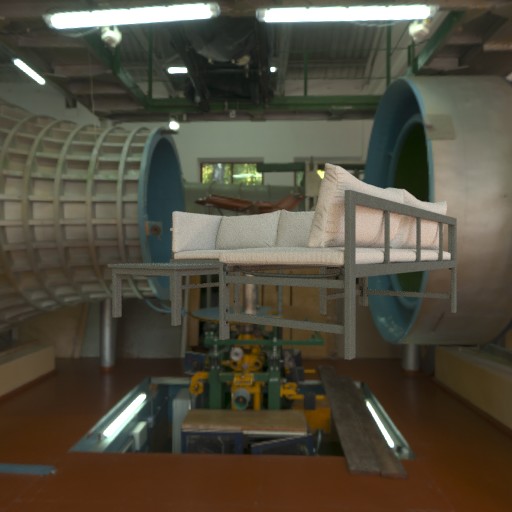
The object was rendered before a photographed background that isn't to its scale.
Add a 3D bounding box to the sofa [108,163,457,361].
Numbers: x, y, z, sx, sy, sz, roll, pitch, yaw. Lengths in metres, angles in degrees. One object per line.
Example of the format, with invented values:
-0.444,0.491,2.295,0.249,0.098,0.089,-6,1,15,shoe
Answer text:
0.000,0.000,2.915,2.096,0.758,1.658,0,0,37,sofa
